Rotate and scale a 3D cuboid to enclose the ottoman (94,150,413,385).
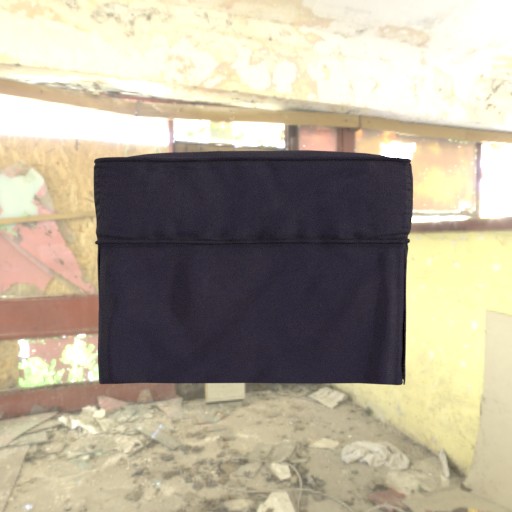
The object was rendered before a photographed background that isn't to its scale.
[{"bbox_3d":[0.000,0.000,1.281,0.637,0.503,0.938,0,2,1],"label":"ottoman"}]
